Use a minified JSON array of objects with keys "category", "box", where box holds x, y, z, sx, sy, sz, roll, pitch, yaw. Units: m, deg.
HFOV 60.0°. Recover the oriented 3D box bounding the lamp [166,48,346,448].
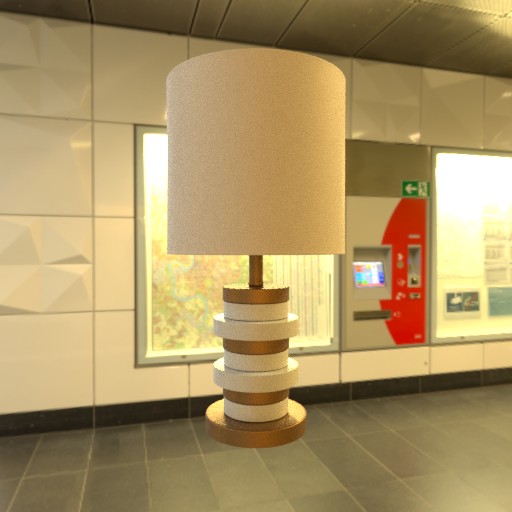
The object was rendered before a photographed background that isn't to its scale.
[{"category":"lamp","box":[0.000,0.000,0.532,0.210,0.410,0.210,-1,1,-36]}]
